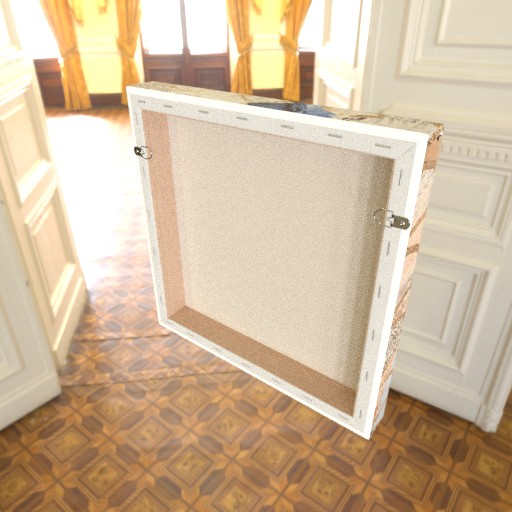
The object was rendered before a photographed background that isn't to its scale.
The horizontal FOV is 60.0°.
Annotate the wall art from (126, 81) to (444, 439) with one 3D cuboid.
[{"bbox_3d":[0.000,0.000,0.452,0.303,0.304,0.036,21,36,31],"label":"wall art"}]
